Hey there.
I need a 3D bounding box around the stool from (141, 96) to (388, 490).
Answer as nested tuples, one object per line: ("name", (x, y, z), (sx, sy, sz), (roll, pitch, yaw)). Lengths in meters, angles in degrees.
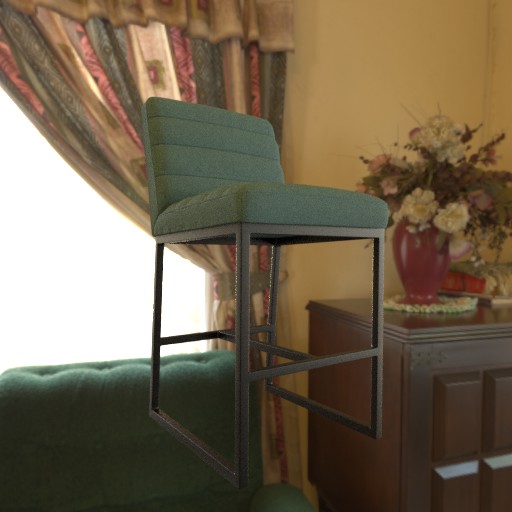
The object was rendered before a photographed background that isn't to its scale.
("stool", (0.000, 0.000, 1.225), (0.460, 0.940, 0.560), (-1, 1, -35))
